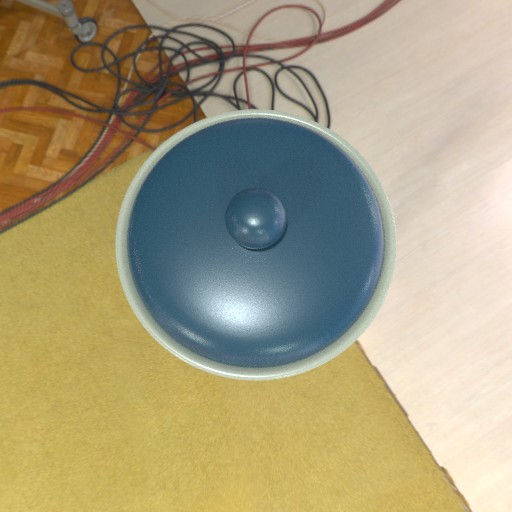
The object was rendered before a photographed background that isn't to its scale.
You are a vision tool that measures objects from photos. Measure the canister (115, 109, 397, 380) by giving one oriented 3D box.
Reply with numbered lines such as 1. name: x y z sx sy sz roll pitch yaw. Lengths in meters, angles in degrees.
1. canister: 0.000 0.000 0.342 0.181 0.211 0.181 0 76 0
